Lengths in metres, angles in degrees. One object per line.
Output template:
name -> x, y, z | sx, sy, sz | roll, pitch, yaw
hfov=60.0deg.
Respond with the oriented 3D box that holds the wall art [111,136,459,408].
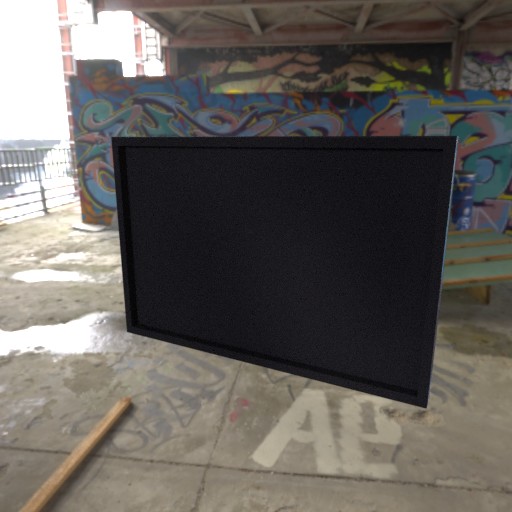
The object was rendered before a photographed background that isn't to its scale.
wall art -> 0.000, 0.000, 0.780 | 0.609, 0.406, 0.033 | 8, 17, 26
